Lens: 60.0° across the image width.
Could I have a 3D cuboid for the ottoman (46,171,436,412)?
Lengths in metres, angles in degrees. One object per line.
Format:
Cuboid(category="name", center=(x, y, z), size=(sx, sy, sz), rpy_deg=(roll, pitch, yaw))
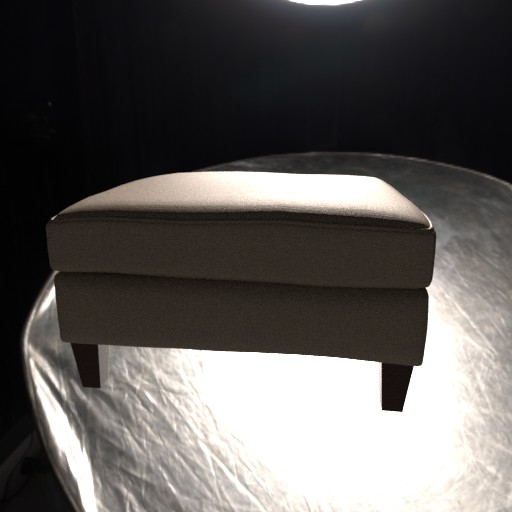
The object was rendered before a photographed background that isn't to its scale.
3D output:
Cuboid(category="ottoman", center=(0.000, 0.000, 1.335), size=(0.838, 0.481, 0.838), rpy_deg=(2, 16, 7))
